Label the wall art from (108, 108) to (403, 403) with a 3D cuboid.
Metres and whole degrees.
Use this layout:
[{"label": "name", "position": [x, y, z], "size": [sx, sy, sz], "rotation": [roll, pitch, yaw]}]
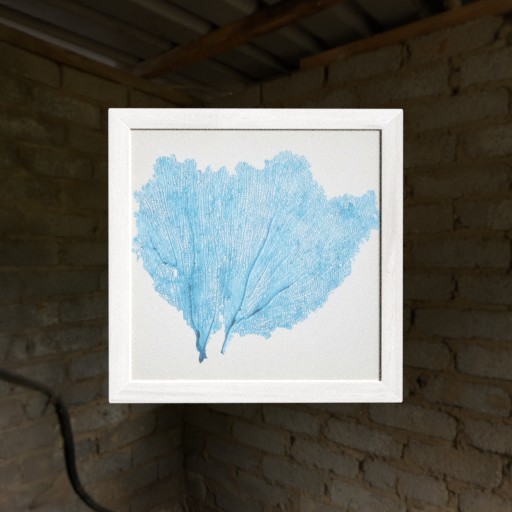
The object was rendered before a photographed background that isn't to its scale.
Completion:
[{"label": "wall art", "position": [0.000, 0.000, 0.887], "size": [0.584, 0.584, 0.013], "rotation": [0, 0, 0]}]
